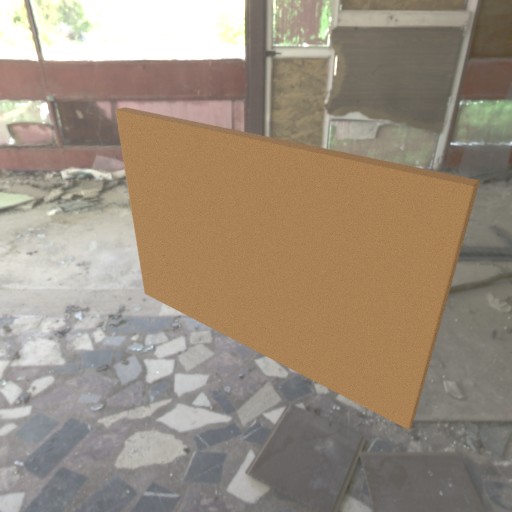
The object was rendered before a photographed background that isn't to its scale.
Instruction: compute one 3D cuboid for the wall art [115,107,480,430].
[{"bbox_3d":[0.000,0.000,1.126,0.915,0.608,0.033,21,37,31],"label":"wall art"}]
